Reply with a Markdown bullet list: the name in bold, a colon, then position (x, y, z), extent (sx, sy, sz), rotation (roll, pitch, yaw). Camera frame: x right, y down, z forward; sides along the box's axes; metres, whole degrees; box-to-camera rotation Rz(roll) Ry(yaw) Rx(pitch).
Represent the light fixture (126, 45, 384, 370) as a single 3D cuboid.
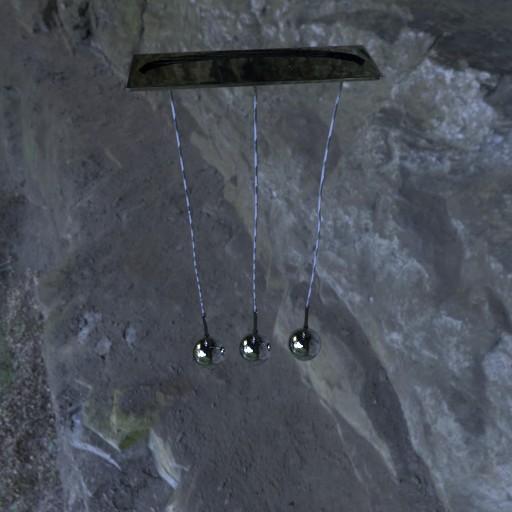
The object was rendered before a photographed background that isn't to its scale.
- **light fixture**: position (0.000, 0.000, 1.626), extent (0.623, 1.408, 0.188), rotation (-4, 47, -4)
